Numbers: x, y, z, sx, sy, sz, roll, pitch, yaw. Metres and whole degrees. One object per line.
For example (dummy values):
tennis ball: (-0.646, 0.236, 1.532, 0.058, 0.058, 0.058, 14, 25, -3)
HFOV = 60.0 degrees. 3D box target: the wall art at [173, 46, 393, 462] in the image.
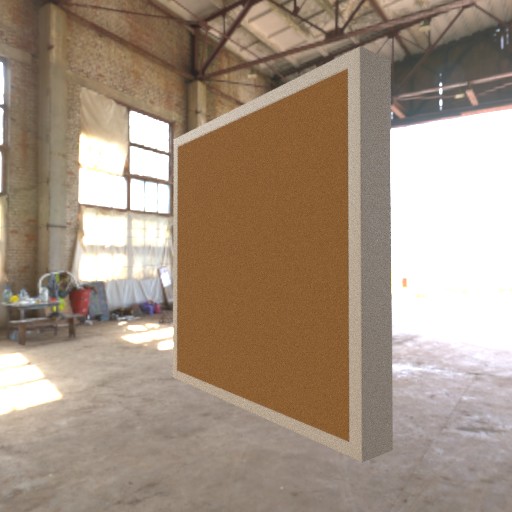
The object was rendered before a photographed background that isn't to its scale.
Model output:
wall art: (0.000, 0.000, 0.457, 0.037, 0.305, 0.305, 1, -1, -37)
